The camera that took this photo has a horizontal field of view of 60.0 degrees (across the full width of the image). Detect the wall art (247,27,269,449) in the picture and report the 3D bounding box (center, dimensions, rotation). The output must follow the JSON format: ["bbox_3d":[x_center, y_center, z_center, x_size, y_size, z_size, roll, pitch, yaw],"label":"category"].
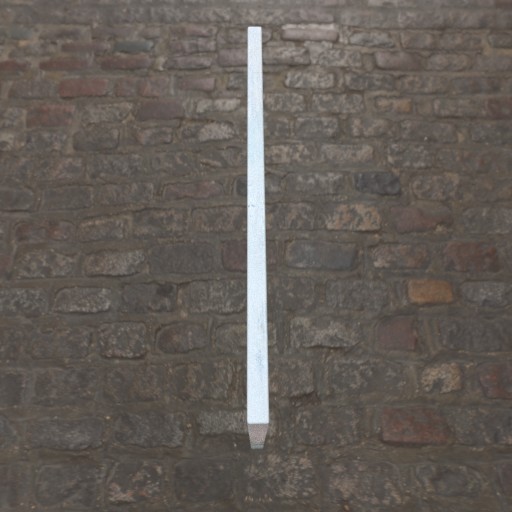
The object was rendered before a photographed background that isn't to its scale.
[{"bbox_3d":[0.000,0.000,1.319,0.038,0.762,1.016,0,64,0],"label":"wall art"}]
